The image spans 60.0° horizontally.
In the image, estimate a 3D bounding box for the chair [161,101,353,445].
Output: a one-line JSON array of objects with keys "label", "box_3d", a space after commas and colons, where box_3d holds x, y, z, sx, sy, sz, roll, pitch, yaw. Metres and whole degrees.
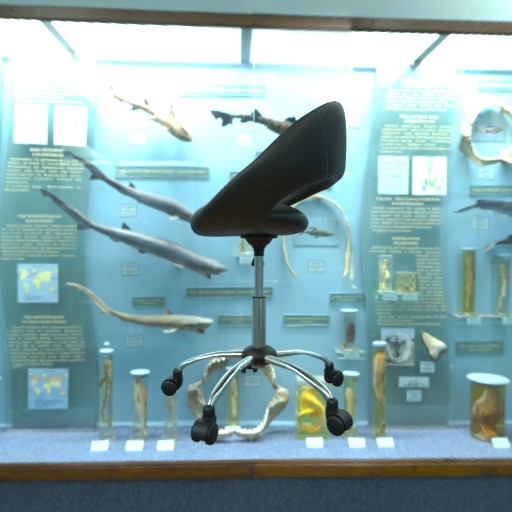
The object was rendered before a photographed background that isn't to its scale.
[{"label": "chair", "box_3d": [0.000, 0.000, 1.213, 0.538, 0.791, 0.612, 0, 1, 0]}]
